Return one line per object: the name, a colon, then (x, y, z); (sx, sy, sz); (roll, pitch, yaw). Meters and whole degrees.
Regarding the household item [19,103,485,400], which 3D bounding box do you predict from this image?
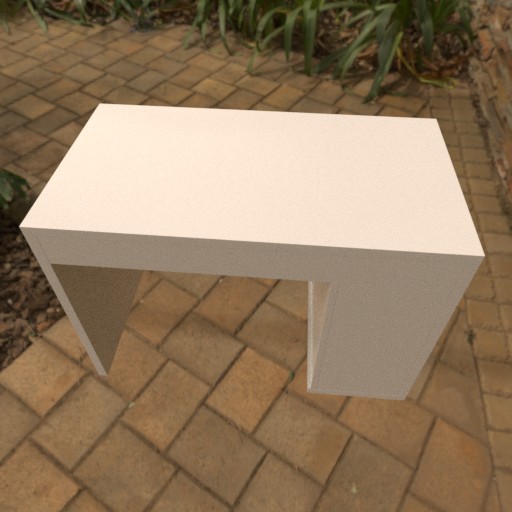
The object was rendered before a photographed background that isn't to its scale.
household item: (0.000, 0.000, 1.517); (1.100, 0.749, 0.597); (4, 47, 3)
